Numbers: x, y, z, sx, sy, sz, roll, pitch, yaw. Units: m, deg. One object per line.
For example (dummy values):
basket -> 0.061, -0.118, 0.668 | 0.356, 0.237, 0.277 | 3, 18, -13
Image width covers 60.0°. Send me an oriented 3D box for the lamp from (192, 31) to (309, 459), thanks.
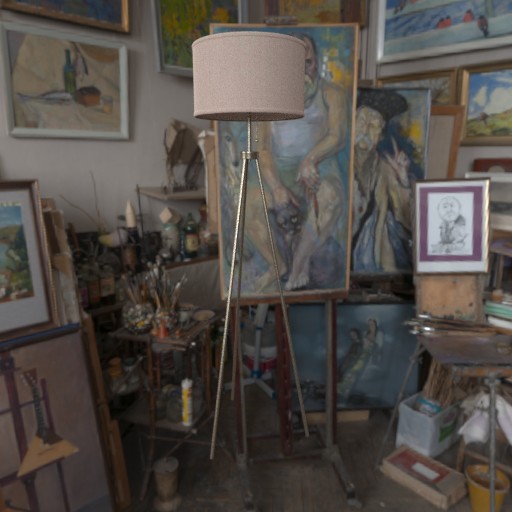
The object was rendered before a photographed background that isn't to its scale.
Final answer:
lamp -> 0.000, 0.000, 1.764 | 0.460, 1.545, 0.449 | 2, 13, 8
